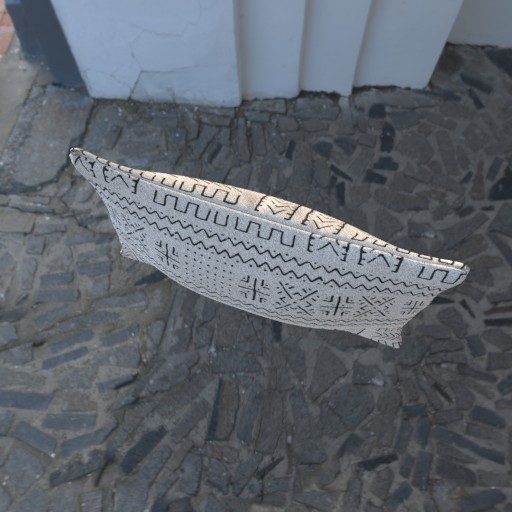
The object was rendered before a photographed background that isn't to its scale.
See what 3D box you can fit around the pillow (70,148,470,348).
[{"bbox_3d":[0.000,0.000,0.810,0.637,0.352,0.188,18,64,9],"label":"pillow"}]
